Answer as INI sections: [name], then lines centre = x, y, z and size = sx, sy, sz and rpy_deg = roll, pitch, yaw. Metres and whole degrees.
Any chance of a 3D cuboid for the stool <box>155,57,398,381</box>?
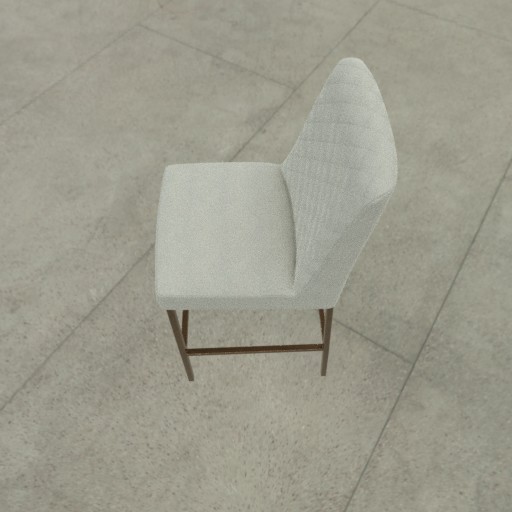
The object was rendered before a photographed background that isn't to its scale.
[stool]
centre = 0.000, 0.000, 1.357
size = 0.546, 1.084, 0.462
rpy_deg = -2, 58, -1
